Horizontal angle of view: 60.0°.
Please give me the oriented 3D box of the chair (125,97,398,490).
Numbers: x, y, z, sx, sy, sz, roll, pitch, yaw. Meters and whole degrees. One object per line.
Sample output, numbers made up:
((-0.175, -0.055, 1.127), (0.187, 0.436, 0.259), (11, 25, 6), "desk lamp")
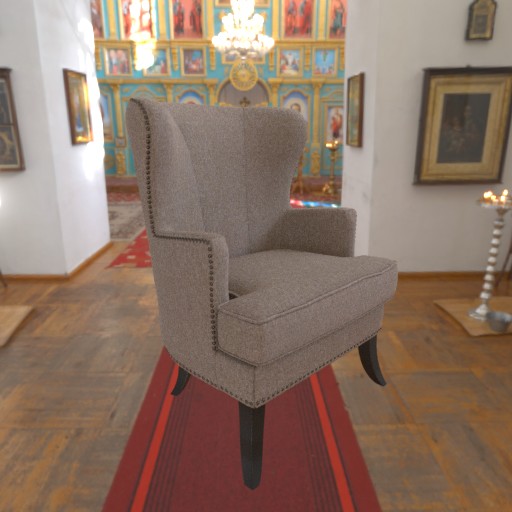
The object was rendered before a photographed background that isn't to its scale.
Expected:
((0.000, 0.000, 1.579), (0.758, 1.060, 0.759), (14, 20, 42), "chair")
